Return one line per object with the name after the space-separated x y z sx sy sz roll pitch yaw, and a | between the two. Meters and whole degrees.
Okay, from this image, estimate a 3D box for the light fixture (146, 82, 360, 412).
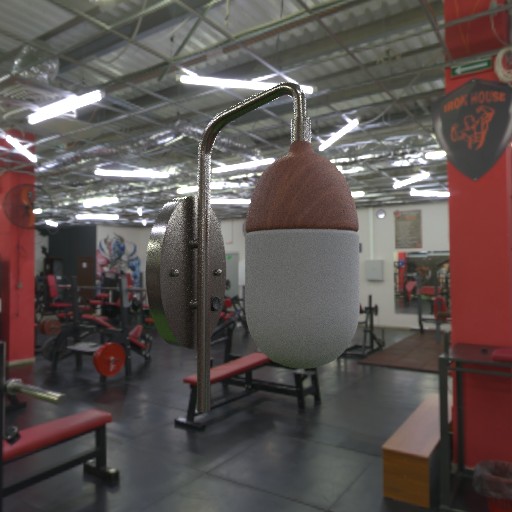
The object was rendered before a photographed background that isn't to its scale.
0.000 0.000 0.457 0.216 0.343 0.108 -1 -2 36 | light fixture
